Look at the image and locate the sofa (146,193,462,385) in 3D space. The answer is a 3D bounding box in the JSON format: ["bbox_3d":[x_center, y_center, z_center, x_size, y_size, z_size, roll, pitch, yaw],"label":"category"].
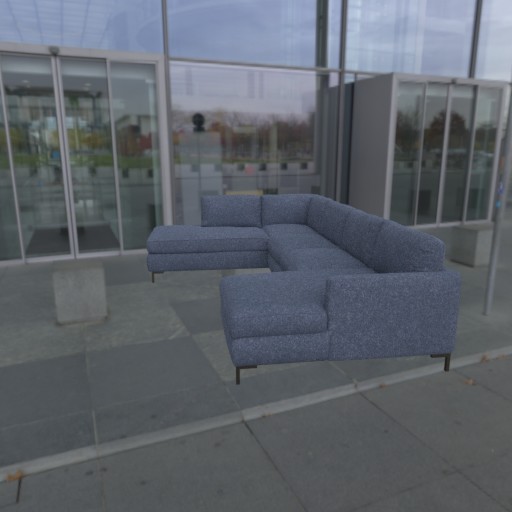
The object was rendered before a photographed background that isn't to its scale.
[{"bbox_3d":[0.000,0.000,3.837,2.007,0.813,2.956,-2,14,-8],"label":"sofa"}]
